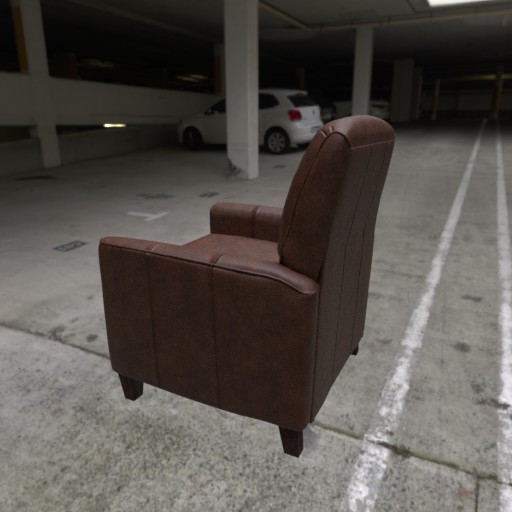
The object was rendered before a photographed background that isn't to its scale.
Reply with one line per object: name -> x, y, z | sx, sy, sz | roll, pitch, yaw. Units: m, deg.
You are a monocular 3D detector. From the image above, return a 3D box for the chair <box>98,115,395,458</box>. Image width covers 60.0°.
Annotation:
chair -> 0.000, 0.000, 1.675 | 0.850, 1.010, 0.839 | 8, 19, 25
